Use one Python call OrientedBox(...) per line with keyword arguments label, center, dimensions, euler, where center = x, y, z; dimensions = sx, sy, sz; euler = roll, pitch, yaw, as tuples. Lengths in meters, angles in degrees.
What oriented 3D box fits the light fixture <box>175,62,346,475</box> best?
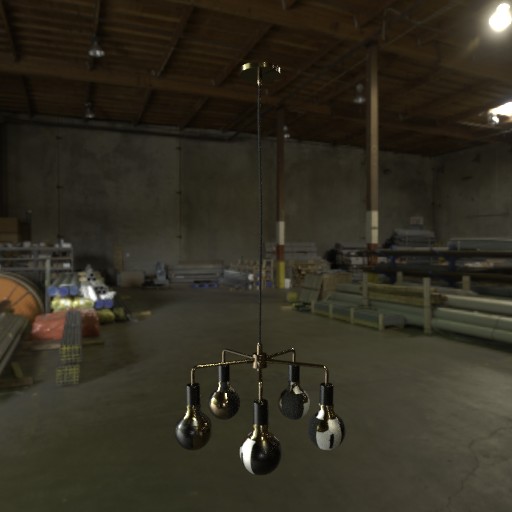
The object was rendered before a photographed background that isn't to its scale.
OrientedBox(label="light fixture", center=(0.000, 0.000, 1.202), dimensions=(0.438, 0.988, 0.421), euler=(-1, 1, -36))
